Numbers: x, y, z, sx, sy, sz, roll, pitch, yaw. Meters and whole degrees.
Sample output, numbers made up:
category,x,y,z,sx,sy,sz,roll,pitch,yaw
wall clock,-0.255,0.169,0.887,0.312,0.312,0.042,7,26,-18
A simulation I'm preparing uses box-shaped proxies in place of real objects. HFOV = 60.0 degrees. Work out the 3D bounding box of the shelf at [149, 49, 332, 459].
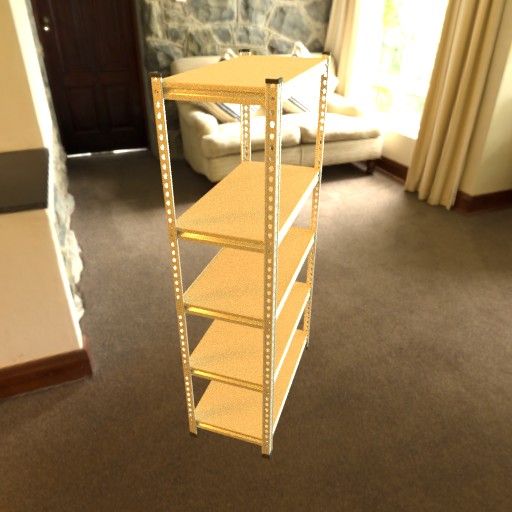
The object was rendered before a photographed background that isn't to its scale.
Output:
category,x,y,z,sx,sy,sz,roll,pitch,yaw
shelf,0.000,0.000,2.253,0.457,1.829,0.914,9,31,16
